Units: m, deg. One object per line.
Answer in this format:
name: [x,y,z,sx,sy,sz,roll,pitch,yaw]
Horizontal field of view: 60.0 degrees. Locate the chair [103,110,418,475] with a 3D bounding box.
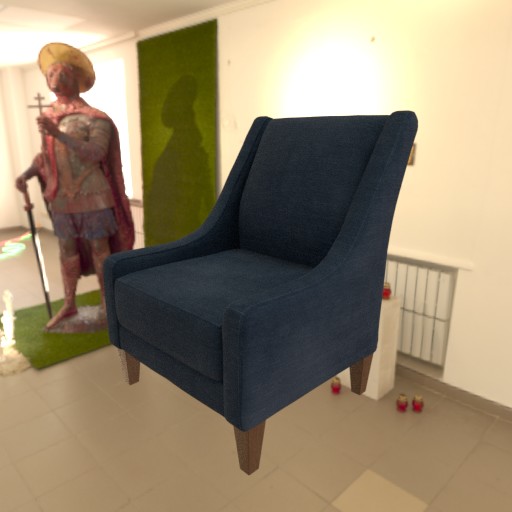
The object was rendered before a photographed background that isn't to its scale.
chair: [0.000,0.000,1.619,0.870,1.014,0.774,-15,21,-43]
